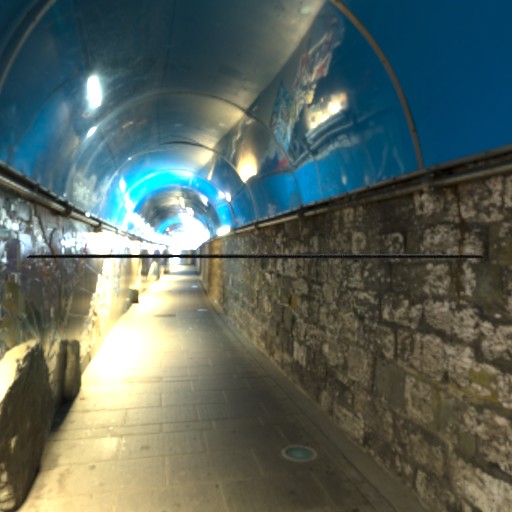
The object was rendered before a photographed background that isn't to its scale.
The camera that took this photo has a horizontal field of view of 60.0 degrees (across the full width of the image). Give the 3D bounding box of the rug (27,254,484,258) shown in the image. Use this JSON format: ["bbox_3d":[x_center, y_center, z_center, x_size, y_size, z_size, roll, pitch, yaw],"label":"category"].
[{"bbox_3d":[0.000,0.000,4.844,3.612,0.035,2.716,0,0,0],"label":"rug"}]
